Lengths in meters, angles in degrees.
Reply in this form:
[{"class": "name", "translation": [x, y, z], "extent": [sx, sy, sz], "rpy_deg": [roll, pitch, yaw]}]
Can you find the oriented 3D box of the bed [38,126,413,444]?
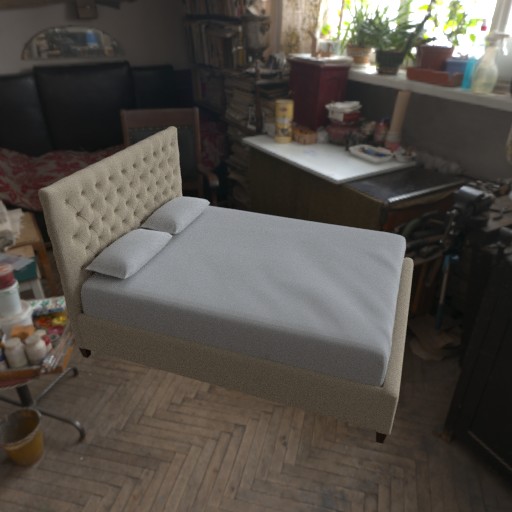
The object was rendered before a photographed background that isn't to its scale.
[{"class": "bed", "translation": [0.000, 0.000, 3.476], "extent": [2.387, 1.427, 1.698], "rpy_deg": [10, 32, 17]}]
